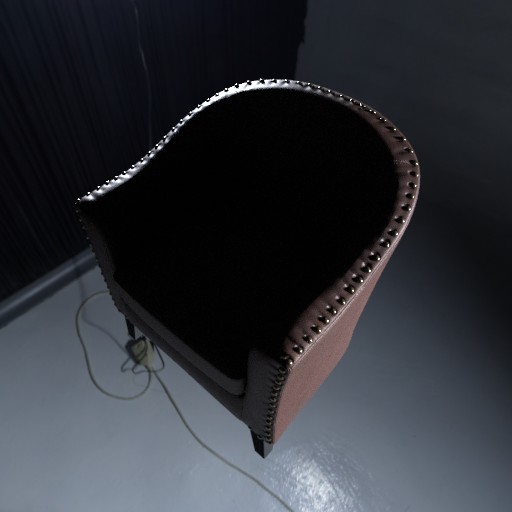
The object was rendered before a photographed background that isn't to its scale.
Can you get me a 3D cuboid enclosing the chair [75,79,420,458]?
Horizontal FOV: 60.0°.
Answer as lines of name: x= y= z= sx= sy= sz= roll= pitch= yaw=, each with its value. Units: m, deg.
chair: x=0.000 y=0.000 z=1.405 sx=0.794 sy=0.823 sz=0.748 roll=33 pitch=55 yaw=27
